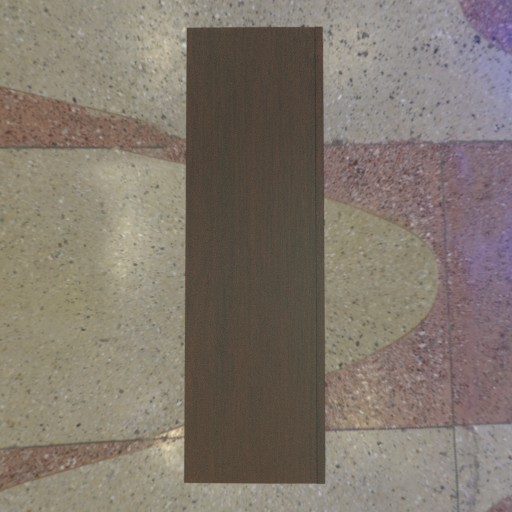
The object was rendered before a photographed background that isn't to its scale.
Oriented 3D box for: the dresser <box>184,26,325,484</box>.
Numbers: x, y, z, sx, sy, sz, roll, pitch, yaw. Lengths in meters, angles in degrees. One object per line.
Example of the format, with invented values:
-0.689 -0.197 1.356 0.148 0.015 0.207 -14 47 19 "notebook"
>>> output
0.000 0.000 2.047 0.499 0.971 1.609 0 88 1 "dresser"
